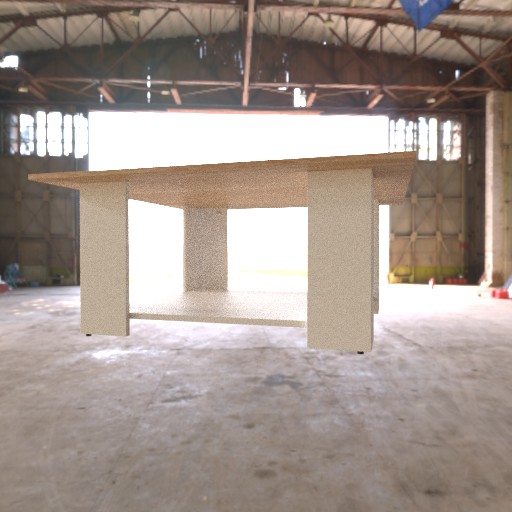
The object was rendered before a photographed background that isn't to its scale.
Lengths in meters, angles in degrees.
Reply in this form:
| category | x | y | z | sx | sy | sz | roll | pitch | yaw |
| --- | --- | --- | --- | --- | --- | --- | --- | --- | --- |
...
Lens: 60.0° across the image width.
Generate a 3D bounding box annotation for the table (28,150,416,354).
| category | x | y | z | sx | sy | sz | roll | pitch | yaw |
| --- | --- | --- | --- | --- | --- | --- | --- | --- | --- |
| table | 0.000 | 0.000 | 1.038 | 0.670 | 0.305 | 0.670 | 0 | 1 | 17 |
